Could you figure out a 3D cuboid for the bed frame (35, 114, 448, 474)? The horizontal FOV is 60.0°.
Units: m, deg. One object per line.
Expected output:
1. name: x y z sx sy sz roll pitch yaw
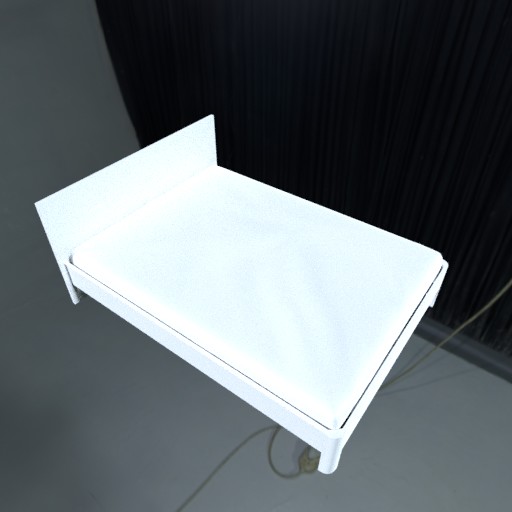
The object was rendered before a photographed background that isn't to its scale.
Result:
1. bed frame: 0.000 0.000 2.729 1.950 0.800 1.490 26 47 27
